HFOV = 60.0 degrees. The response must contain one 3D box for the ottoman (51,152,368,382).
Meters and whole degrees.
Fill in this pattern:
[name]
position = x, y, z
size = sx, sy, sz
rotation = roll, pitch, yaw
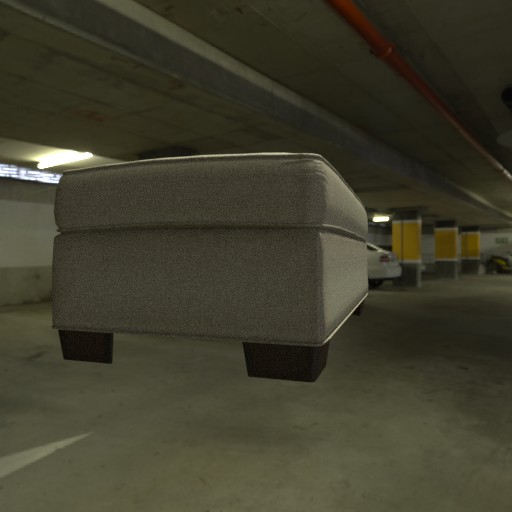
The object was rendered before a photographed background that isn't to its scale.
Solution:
[ottoman]
position = 0.000, 0.000, 1.404
size = 0.617, 0.461, 1.097
rotation = 0, 0, 18
